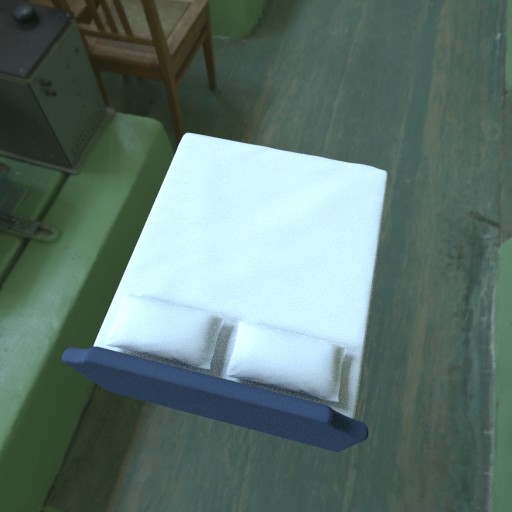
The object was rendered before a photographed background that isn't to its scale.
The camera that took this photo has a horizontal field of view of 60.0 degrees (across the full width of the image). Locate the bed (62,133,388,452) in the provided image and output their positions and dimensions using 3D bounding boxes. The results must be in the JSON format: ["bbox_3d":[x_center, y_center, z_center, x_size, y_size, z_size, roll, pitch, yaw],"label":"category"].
[{"bbox_3d":[0.000,0.000,4.063,2.350,1.488,2.773,12,63,6],"label":"bed"}]
